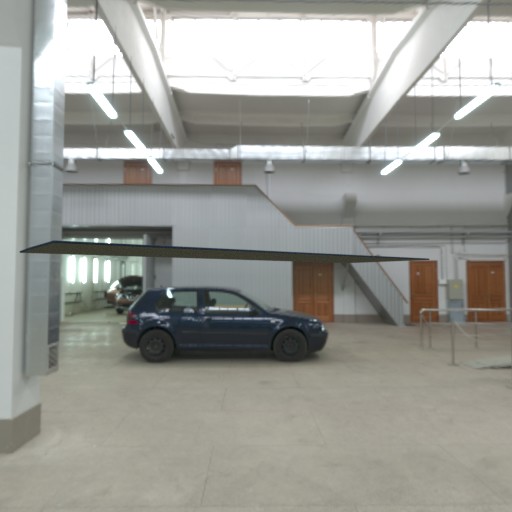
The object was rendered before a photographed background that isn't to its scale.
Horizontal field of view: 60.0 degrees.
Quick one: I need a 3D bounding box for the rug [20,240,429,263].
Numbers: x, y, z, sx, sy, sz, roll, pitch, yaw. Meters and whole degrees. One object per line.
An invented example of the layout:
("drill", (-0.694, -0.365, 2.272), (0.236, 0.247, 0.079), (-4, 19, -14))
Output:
("rug", (0.000, 0.000, 2.675), (2.448, 0.012, 0.769), (2, -4, -36))
